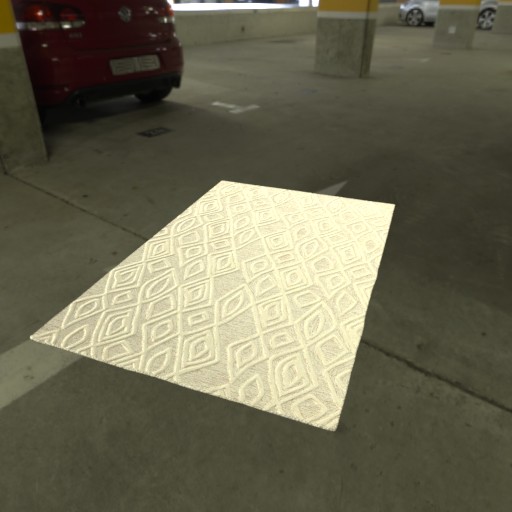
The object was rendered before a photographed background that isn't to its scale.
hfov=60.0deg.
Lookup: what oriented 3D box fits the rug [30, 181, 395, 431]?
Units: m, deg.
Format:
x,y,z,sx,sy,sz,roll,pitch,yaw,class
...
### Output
x,y,z,sx,sy,sz,roll,pitch,yaw,class
0.000,0.000,2.291,1.224,0.016,1.832,11,32,18,rug
